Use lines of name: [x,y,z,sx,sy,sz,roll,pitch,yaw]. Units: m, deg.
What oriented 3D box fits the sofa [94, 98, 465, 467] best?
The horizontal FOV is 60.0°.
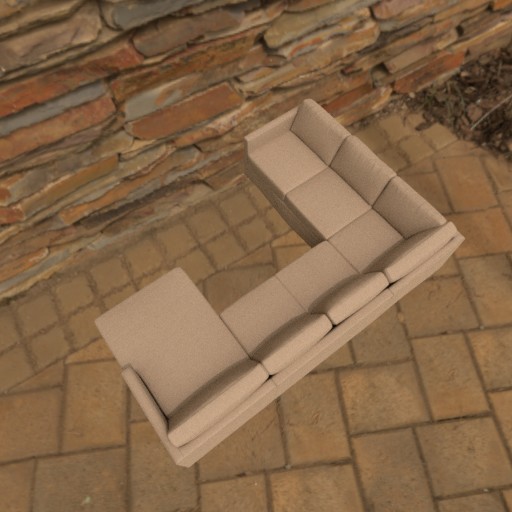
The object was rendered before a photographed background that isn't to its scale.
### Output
sofa: [0.000,0.000,4.628,3.460,0.882,2.427,-34,68,-16]
